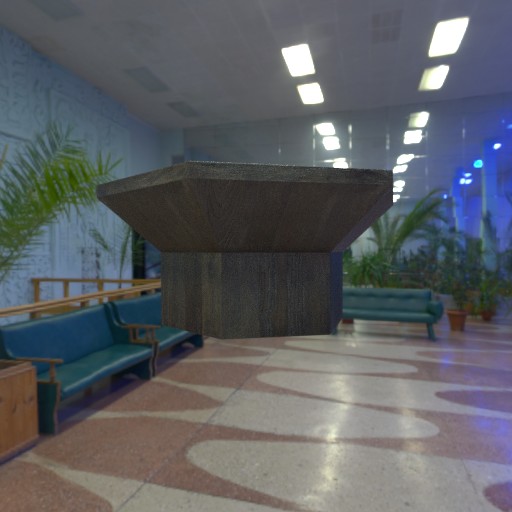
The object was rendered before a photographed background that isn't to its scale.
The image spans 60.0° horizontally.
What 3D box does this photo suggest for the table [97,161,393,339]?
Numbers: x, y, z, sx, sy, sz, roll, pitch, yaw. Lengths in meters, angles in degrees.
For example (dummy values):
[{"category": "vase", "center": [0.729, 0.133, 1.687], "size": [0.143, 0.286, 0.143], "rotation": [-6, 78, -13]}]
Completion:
[{"category": "table", "center": [0.000, 0.000, 1.637], "size": [0.966, 0.488, 1.115], "rotation": [0, 1, 17]}]
